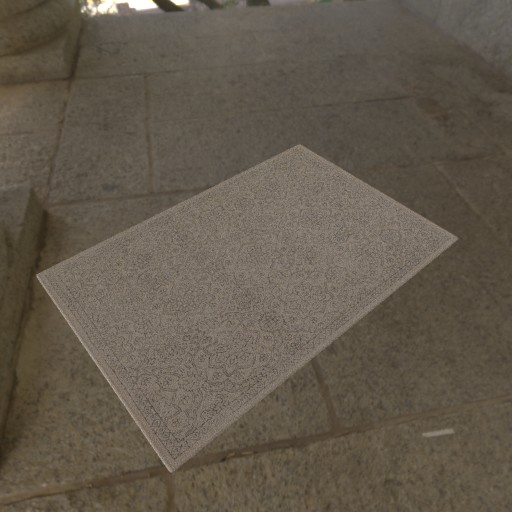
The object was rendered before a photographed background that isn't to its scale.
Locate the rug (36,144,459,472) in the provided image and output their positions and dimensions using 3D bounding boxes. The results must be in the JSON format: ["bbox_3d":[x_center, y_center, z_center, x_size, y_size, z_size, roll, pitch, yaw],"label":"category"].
[{"bbox_3d":[0.000,0.000,2.858,2.286,0.011,1.524,-32,54,-27],"label":"rug"}]
